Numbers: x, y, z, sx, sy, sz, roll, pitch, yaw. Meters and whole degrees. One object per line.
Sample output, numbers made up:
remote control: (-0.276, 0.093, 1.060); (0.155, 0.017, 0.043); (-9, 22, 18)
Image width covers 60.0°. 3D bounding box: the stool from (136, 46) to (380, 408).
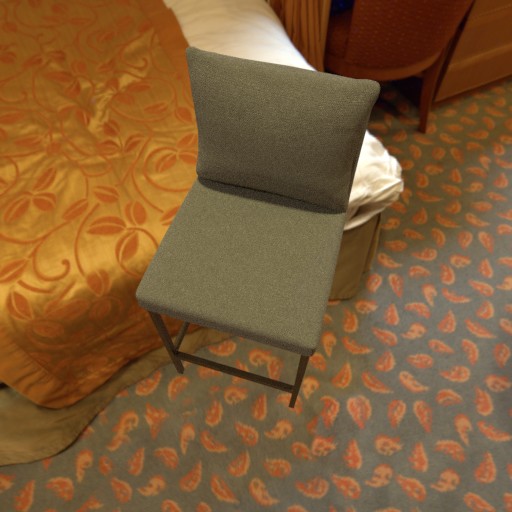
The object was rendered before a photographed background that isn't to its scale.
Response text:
stool: (0.000, 0.000, 1.310); (0.463, 1.031, 0.569); (14, 59, 9)
